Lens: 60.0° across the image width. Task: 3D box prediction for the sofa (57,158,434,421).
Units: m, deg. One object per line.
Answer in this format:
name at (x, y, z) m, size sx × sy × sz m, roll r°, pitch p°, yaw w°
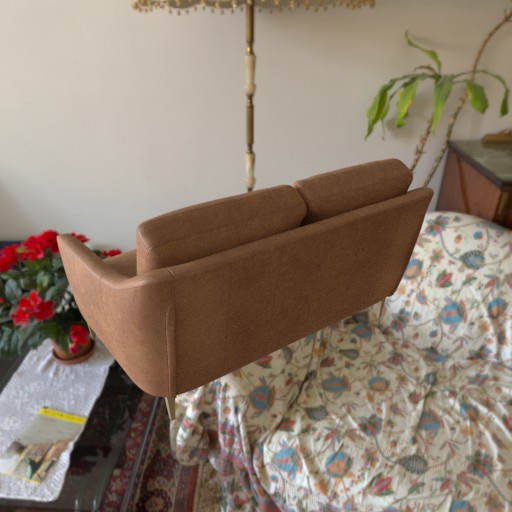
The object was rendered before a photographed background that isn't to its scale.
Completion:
sofa at (0.000, 0.000, 2.185) m, size 1.619 × 0.902 × 0.960 m, roll -18°, pitch 34°, yaw -30°
